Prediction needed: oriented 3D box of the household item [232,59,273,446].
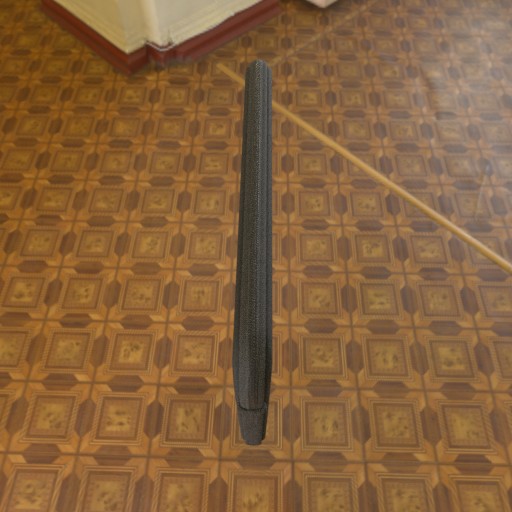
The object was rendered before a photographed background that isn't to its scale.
[{"bbox_3d":[0.000,0.000,0.530,0.030,0.305,0.396,1,58,1],"label":"household item"}]
